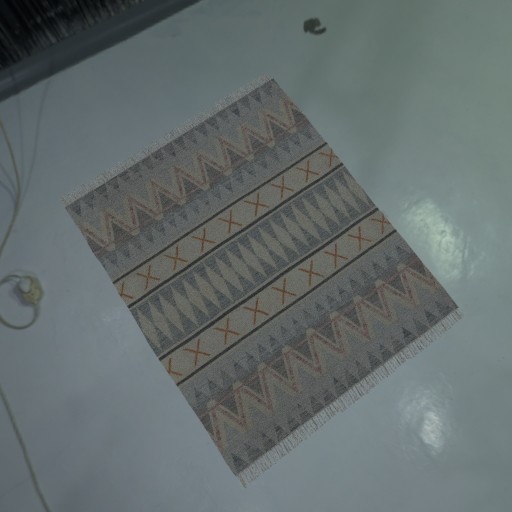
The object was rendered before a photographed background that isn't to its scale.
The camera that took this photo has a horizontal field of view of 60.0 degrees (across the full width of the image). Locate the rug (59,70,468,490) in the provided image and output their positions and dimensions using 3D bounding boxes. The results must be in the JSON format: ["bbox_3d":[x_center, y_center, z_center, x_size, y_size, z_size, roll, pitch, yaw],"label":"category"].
[{"bbox_3d":[0.000,0.000,3.939,2.371,0.012,3.000,-34,79,-8],"label":"rug"}]
